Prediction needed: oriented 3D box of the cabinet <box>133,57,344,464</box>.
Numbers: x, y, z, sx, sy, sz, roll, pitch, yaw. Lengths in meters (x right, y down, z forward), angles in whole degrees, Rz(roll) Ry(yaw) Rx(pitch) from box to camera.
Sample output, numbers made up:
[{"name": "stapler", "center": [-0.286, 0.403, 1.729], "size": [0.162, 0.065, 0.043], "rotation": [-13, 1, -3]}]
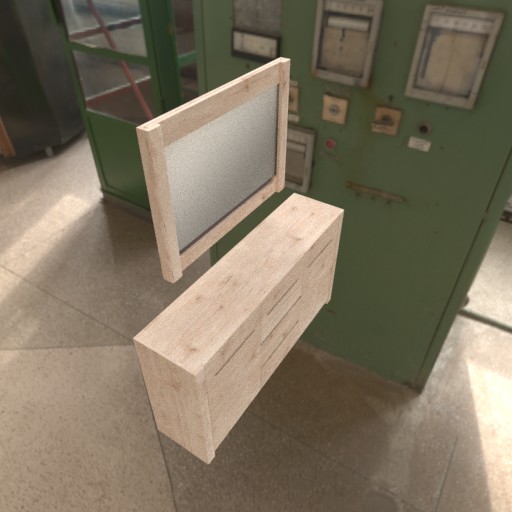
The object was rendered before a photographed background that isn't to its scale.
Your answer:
[{"name": "cabinet", "center": [0.000, 0.000, 2.725], "size": [0.420, 1.981, 1.700], "rotation": [23, 45, 25]}]
